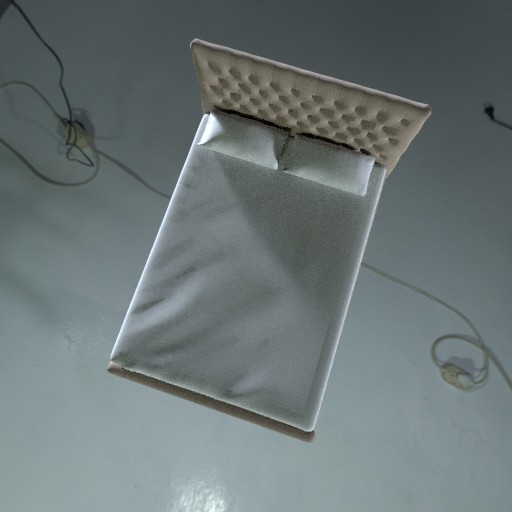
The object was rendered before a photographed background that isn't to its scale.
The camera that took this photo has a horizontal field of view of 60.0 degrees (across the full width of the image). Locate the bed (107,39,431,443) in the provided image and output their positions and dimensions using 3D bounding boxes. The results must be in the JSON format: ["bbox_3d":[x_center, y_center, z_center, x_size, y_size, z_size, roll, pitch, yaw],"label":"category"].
[{"bbox_3d":[0.000,0.000,3.398,1.698,1.427,2.387,18,77,4],"label":"bed"}]
